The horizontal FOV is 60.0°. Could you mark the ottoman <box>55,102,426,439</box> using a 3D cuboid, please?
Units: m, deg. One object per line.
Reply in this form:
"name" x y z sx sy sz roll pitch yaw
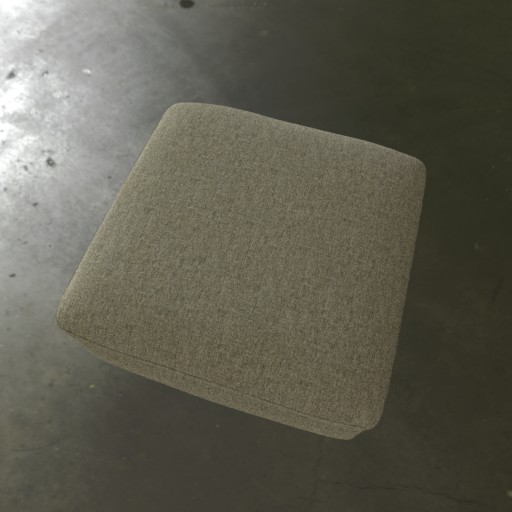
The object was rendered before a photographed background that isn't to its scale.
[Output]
"ottoman" 0.000 0.000 1.640 1.039 0.526 1.035 16 64 8
